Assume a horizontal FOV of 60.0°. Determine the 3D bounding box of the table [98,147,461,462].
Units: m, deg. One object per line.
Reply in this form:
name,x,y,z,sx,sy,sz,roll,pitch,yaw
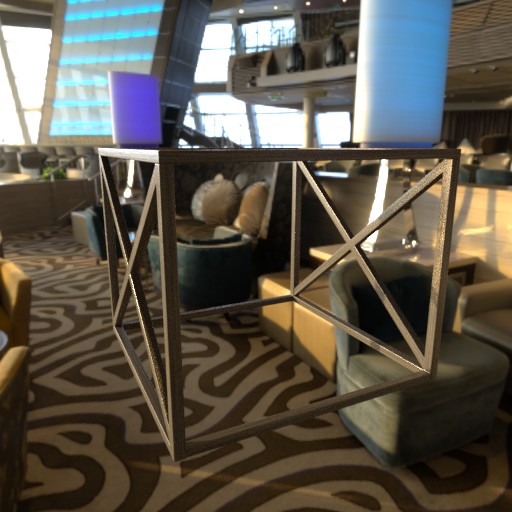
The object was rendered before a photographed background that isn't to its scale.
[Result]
table,0.000,0.000,1.076,0.609,0.507,0.611,-7,16,-26
